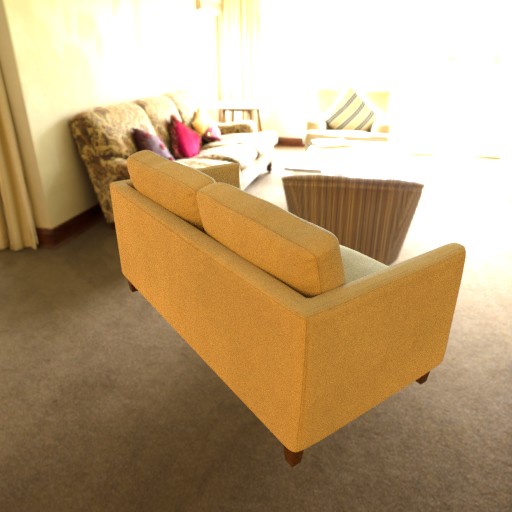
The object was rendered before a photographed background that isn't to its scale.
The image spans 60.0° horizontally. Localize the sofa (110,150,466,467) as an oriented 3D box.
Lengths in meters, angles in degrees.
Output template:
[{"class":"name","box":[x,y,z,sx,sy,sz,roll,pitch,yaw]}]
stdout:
[{"class":"sofa","box":[0.000,0.000,2.394,0.950,0.940,1.846,-17,30,-32]}]
